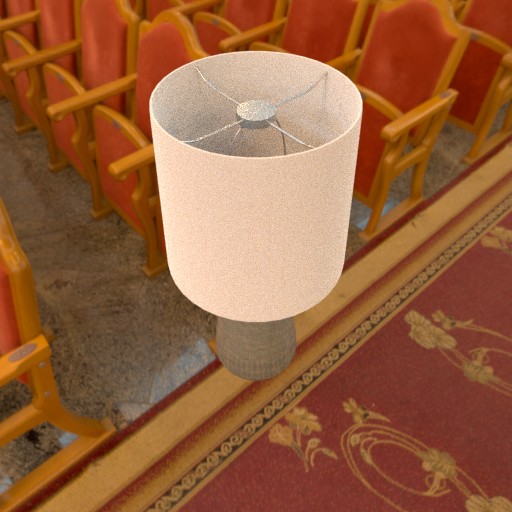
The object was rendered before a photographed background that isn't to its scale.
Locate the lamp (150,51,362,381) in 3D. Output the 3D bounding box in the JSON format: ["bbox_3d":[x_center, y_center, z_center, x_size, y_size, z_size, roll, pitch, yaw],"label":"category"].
[{"bbox_3d":[0.000,0.000,0.481,0.186,0.369,0.186,0,48,0],"label":"lamp"}]
